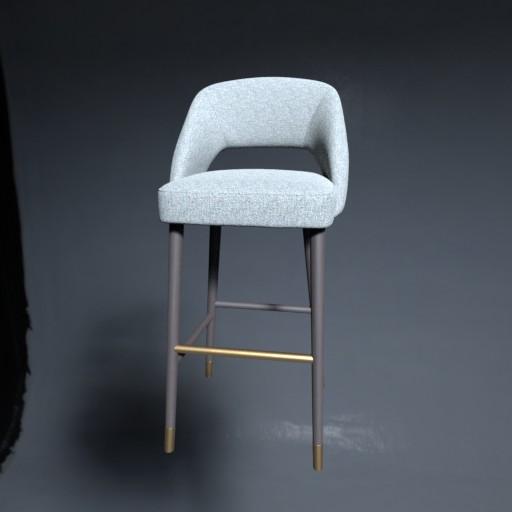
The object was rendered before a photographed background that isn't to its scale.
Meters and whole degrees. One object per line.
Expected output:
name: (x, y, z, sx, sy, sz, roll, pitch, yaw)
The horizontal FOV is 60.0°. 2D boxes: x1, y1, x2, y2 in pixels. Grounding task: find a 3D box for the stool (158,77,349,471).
stool: (0.000, 0.000, 1.378, 0.536, 1.089, 0.524, 3, 16, 9)
